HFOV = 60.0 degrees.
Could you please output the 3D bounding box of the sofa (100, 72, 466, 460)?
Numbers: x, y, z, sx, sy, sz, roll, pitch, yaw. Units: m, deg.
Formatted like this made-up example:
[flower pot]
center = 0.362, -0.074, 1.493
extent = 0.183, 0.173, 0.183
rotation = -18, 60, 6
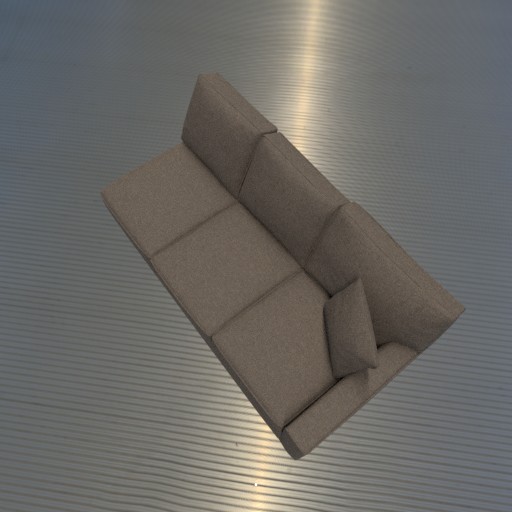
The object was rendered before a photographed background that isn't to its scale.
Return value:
[sofa]
center = 0.000, 0.000, 2.569
extent = 1.034, 0.946, 1.963
rotation = -35, 68, -16
